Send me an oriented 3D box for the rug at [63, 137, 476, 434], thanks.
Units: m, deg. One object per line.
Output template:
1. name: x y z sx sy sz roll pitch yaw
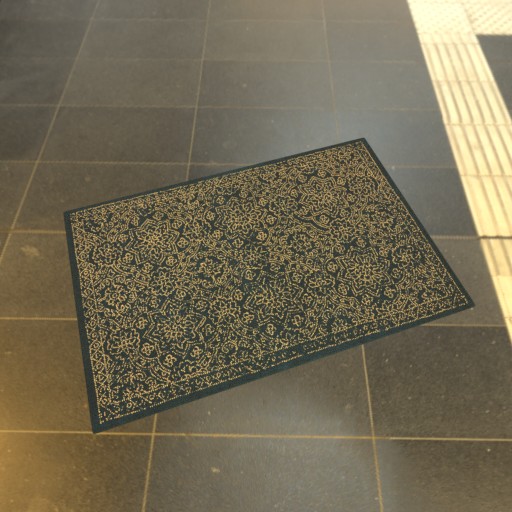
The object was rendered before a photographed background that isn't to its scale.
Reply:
1. rug: 0.000 0.000 2.286 1.829 0.010 1.219 -16 59 -10
